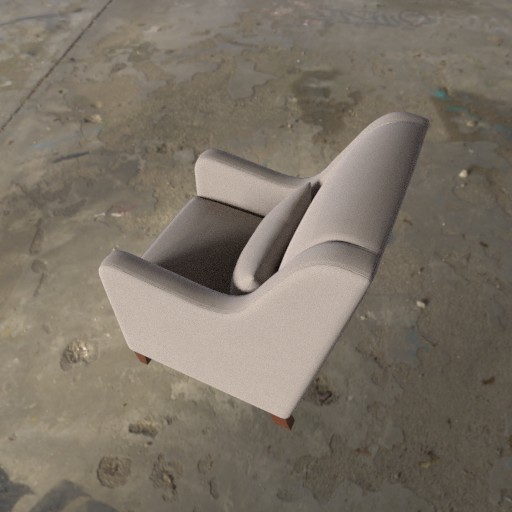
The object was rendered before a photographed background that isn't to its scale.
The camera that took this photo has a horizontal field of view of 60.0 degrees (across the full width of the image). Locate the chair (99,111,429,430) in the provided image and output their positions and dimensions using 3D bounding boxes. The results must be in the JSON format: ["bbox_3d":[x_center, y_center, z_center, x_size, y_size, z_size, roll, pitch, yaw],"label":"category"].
[{"bbox_3d":[0.000,0.000,1.604,0.863,1.010,0.715,19,50,16],"label":"chair"}]
